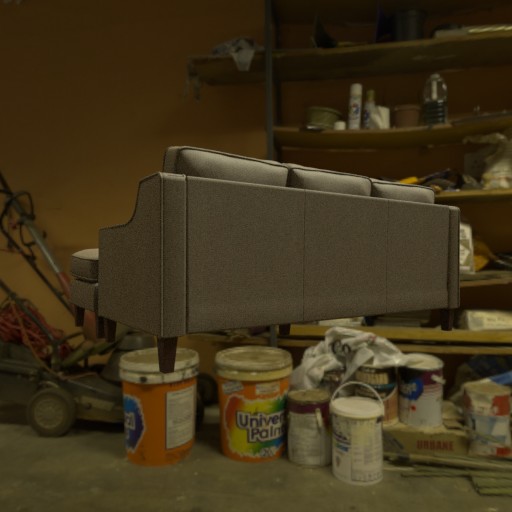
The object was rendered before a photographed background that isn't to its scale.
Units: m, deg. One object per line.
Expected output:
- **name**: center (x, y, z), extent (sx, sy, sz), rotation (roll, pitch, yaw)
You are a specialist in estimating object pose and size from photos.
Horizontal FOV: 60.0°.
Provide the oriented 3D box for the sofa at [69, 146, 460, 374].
- **sofa**: center (0.000, 0.000, 3.323), extent (2.317, 1.081, 1.858), rotation (0, -1, -34)
